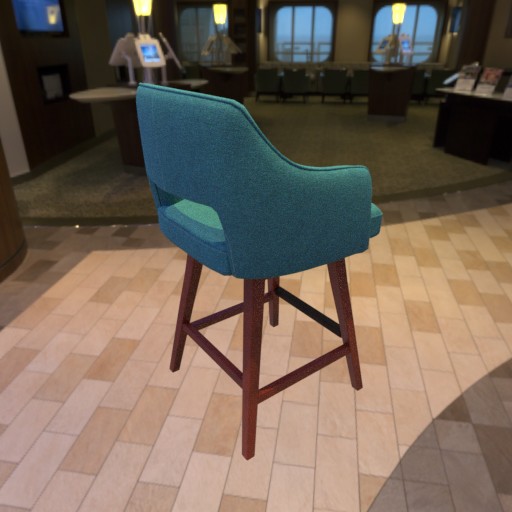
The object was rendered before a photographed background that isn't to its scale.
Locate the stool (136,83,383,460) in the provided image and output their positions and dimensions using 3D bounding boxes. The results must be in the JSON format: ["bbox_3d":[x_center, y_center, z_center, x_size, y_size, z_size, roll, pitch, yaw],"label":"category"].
[{"bbox_3d":[0.000,0.000,1.295,0.556,0.961,0.548,-18,32,-32],"label":"stool"}]
